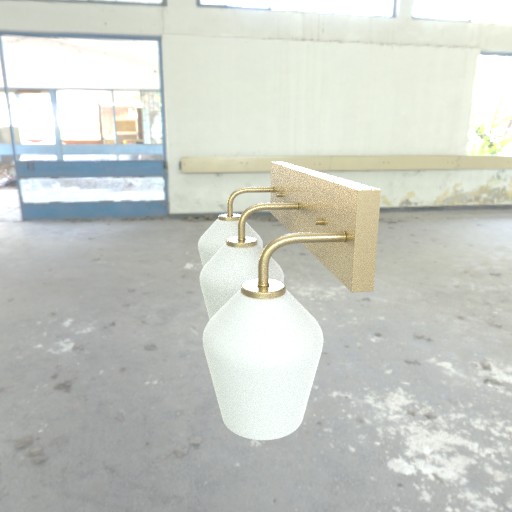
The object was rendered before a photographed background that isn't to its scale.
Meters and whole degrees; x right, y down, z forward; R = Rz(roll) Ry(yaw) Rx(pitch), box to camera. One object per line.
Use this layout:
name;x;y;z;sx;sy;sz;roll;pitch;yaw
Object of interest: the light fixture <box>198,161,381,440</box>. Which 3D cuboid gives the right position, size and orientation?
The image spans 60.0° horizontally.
light fixture;0.000;0.000;0.742;0.190;0.280;0.609;-2;15;-8
